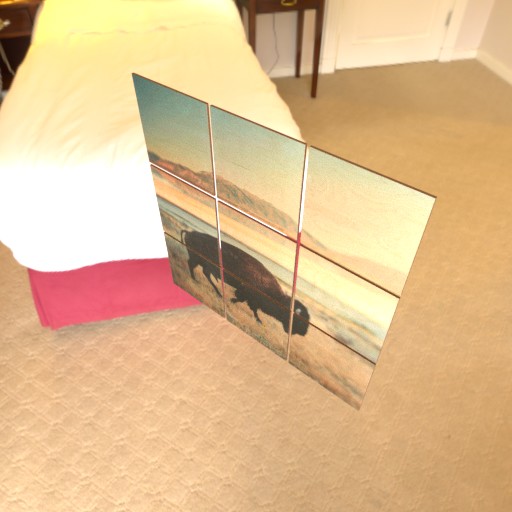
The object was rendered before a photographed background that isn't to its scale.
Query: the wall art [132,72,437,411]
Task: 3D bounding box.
[{"bbox_3d":[0.000,0.000,2.339,1.533,1.532,0.019,30,53,26],"label":"wall art"}]
